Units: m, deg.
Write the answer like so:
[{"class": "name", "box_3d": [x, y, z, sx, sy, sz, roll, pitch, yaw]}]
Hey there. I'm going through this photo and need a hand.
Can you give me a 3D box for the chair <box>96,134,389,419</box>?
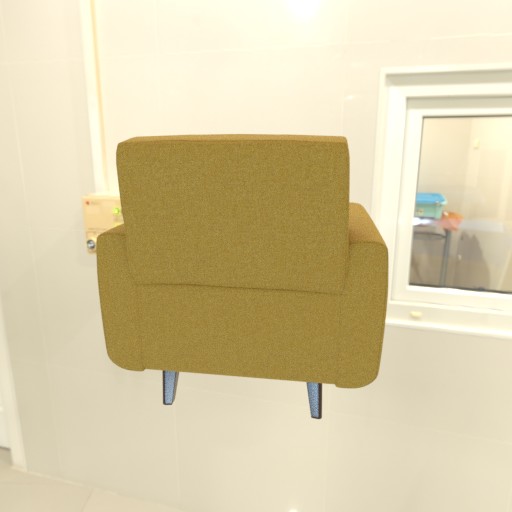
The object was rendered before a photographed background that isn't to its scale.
[{"class": "chair", "box_3d": [0.000, 0.000, 1.599, 0.831, 0.841, 0.909, 2, 15, 9]}]
